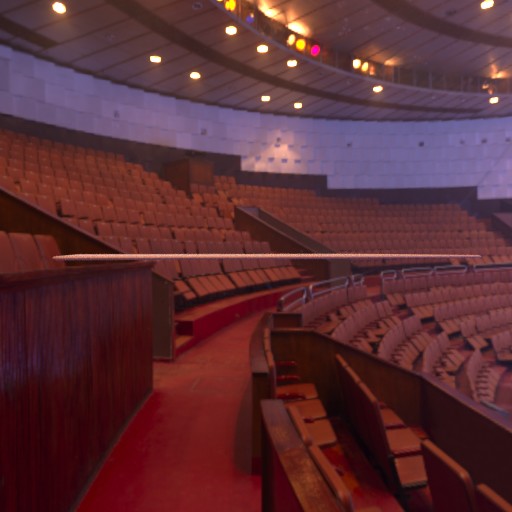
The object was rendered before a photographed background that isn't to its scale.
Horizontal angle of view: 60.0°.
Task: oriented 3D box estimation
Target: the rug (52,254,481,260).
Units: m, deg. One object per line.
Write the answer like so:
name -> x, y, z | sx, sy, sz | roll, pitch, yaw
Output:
rug -> 0.000, 0.000, 2.132 | 1.678, 0.013, 1.078 | 0, 1, -18
